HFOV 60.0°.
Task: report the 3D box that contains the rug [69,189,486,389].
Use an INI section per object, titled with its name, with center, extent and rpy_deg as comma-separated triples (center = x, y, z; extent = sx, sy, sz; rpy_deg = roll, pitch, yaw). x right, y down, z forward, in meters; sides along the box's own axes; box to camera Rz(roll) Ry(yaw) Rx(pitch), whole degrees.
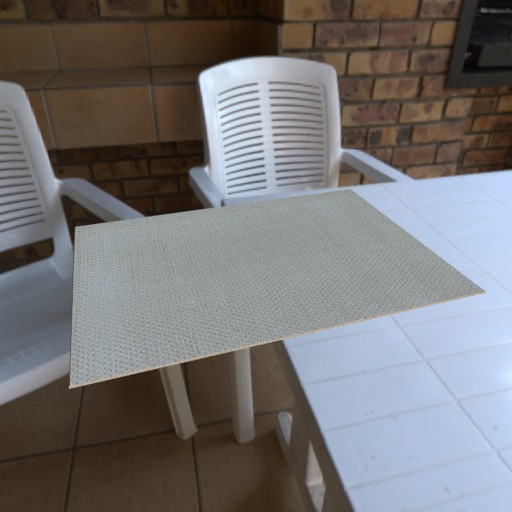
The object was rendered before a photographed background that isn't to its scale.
[rug]
center = 0.000, 0.000, 2.746
extent = 2.144, 0.013, 1.509
rpy_deg = -10, 33, -16
